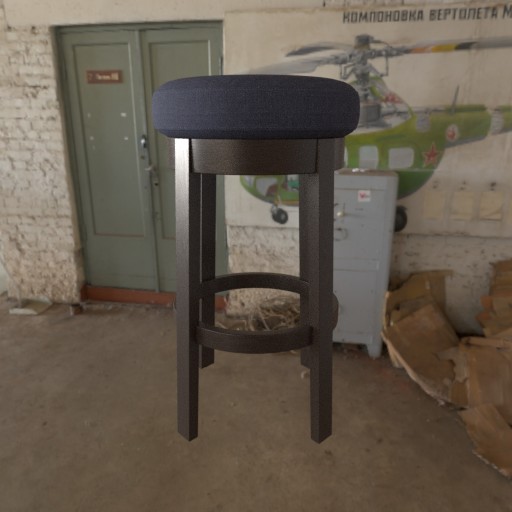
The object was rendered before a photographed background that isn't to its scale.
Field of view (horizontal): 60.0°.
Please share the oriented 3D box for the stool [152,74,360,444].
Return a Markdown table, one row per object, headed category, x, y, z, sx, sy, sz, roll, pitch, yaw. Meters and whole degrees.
| category | x | y | z | sx | sy | sz | roll | pitch | yaw |
| --- | --- | --- | --- | --- | --- | --- | --- | --- | --- |
| stool | 0.000 | 0.000 | 1.025 | 0.446 | 0.758 | 0.446 | 0 | 17 | 0 |
